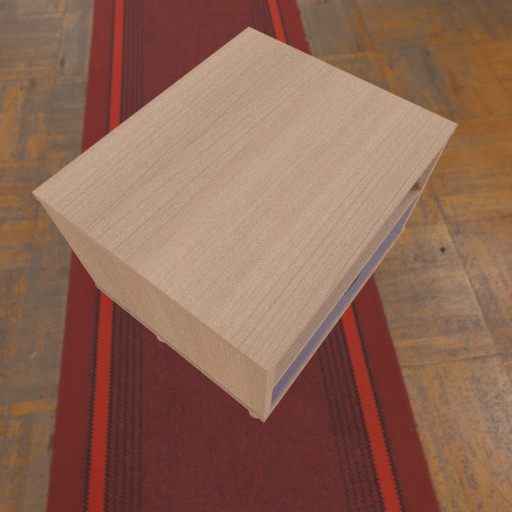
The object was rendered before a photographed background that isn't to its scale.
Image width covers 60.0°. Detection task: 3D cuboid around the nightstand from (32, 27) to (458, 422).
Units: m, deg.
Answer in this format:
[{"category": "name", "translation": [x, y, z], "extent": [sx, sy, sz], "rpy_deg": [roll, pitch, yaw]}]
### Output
[{"category": "nightstand", "translation": [0.000, 0.000, 0.829], "extent": [0.380, 0.530, 0.450], "rpy_deg": [34, 65, 18]}]
